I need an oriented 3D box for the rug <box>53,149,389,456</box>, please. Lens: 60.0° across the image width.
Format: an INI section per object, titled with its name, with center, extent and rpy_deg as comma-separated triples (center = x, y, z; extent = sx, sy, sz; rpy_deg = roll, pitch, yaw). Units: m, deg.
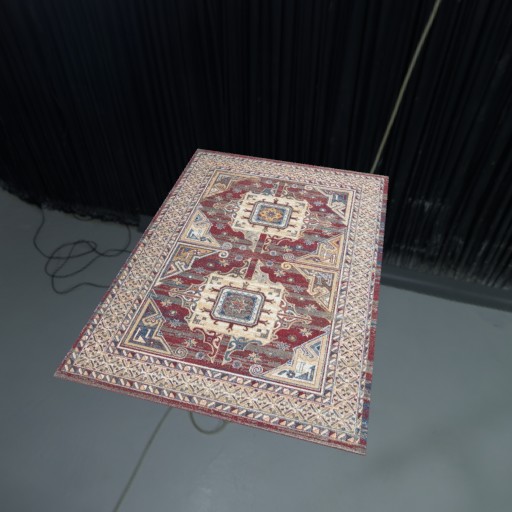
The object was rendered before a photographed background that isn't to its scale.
[rug]
center = 0.000, 0.000, 2.903
extent = 1.599, 0.011, 2.210
rpy_deg = 10, 47, 10
